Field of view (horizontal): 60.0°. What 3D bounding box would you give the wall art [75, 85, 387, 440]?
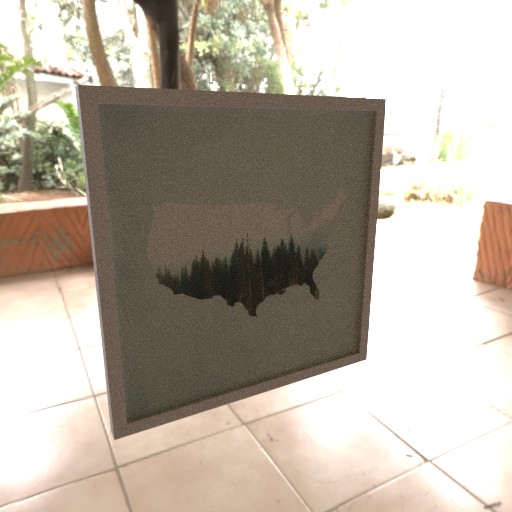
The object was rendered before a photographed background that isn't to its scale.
[{"bbox_3d":[0.000,0.000,1.104,0.762,0.762,0.038,-9,18,-28],"label":"wall art"}]
